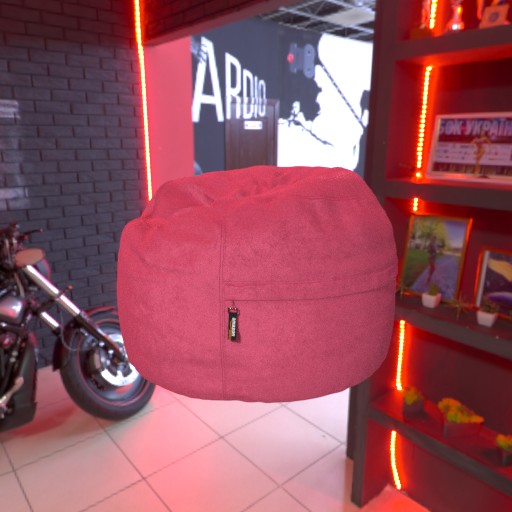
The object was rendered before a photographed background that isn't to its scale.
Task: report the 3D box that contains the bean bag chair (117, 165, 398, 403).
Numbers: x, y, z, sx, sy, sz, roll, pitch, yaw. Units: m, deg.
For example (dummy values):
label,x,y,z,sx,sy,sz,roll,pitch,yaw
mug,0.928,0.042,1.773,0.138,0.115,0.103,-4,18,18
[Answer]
label,x,y,z,sx,sy,sz,roll,pitch,yaw
bean bag chair,0.000,0.000,2.000,1.218,0.788,1.218,0,15,0
